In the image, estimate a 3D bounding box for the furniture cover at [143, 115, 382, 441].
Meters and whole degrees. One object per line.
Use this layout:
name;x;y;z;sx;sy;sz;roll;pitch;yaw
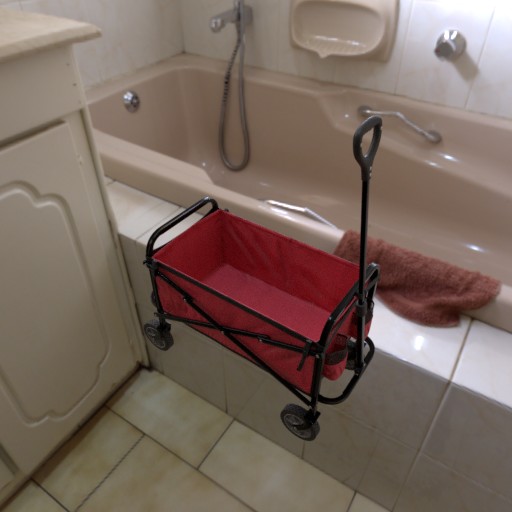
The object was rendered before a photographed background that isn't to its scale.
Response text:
furniture cover;0.000;0.000;1.764;1.038;1.295;0.532;24;45;27
